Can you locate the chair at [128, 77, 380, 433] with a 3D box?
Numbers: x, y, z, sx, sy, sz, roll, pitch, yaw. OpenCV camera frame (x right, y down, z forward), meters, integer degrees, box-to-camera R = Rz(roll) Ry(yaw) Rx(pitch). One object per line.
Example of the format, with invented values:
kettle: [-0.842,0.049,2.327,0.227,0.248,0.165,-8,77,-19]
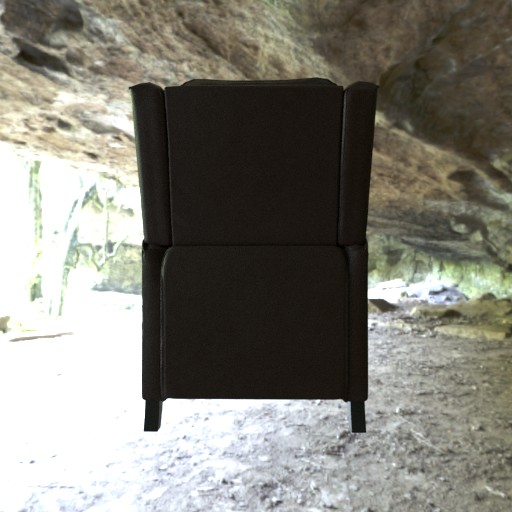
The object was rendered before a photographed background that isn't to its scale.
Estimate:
chair: [0.000,0.000,1.758,0.770,1.132,0.982,0,0,1]
